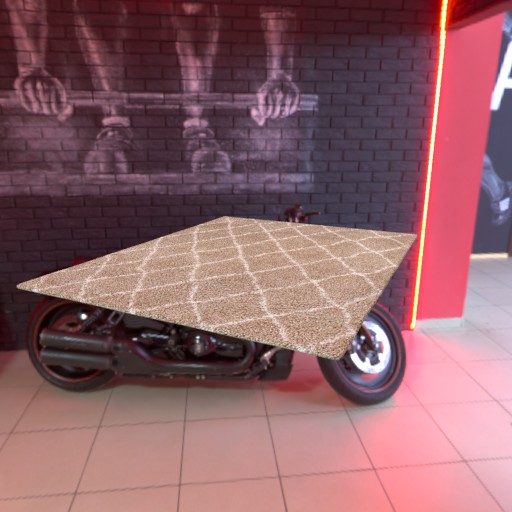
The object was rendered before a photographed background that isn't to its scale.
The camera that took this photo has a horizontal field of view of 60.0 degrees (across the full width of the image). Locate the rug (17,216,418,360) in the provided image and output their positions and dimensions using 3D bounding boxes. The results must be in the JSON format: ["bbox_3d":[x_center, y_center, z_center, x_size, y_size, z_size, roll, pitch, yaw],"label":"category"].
[{"bbox_3d":[0.000,0.000,4.041,2.438,0.029,3.047,8,17,25],"label":"rug"}]
